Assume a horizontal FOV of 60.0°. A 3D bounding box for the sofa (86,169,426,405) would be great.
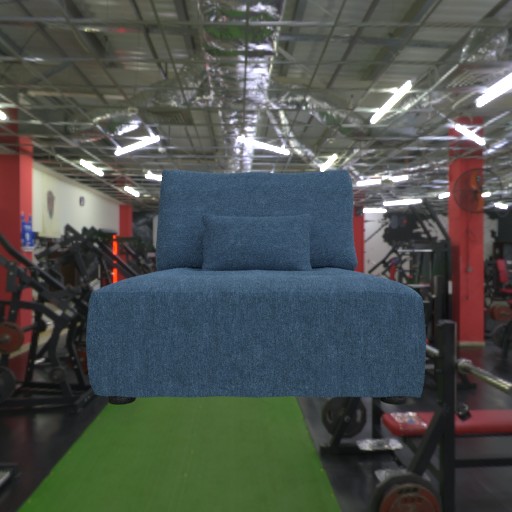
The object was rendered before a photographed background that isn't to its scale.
[{"bbox_3d":[0.000,0.000,1.702,0.930,0.820,1.000,0,1,0],"label":"sofa"}]
